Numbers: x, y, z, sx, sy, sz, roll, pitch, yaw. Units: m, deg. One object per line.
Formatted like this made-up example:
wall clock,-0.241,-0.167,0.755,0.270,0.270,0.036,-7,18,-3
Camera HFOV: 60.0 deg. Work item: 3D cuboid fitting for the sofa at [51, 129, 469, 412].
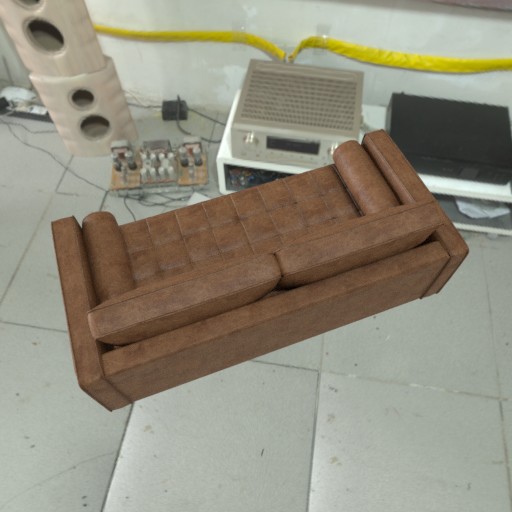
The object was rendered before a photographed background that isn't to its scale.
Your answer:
sofa,0.000,0.000,2.368,1.920,0.825,0.924,-18,61,-10
